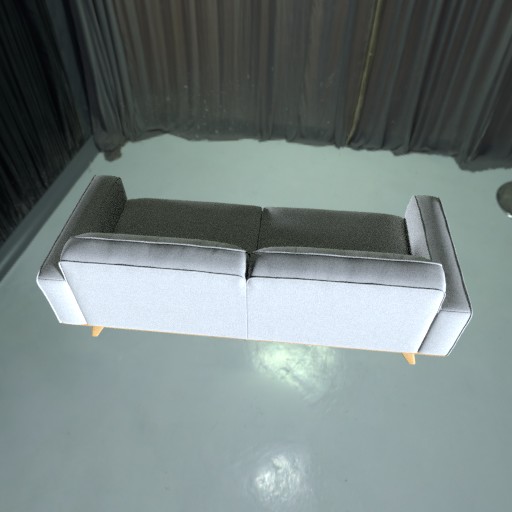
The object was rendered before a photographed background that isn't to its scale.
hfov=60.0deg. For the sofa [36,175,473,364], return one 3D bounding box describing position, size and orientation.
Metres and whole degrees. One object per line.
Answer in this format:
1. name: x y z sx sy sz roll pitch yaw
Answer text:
1. sofa: 0.000 0.000 2.679 2.270 0.781 0.956 4 47 4
